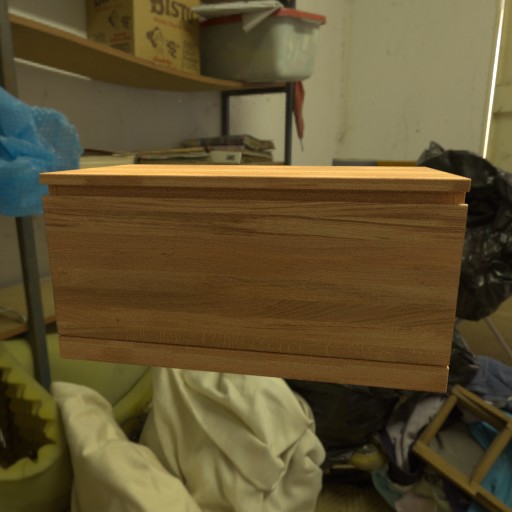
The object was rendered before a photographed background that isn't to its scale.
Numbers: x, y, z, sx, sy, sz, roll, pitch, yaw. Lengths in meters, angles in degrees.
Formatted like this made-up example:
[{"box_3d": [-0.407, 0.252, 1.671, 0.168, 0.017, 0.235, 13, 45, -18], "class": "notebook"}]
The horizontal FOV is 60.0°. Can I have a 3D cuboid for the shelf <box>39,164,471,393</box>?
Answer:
[{"box_3d": [0.000, 0.000, 1.045, 0.800, 0.400, 0.400, 3, 14, 10], "class": "shelf"}]
